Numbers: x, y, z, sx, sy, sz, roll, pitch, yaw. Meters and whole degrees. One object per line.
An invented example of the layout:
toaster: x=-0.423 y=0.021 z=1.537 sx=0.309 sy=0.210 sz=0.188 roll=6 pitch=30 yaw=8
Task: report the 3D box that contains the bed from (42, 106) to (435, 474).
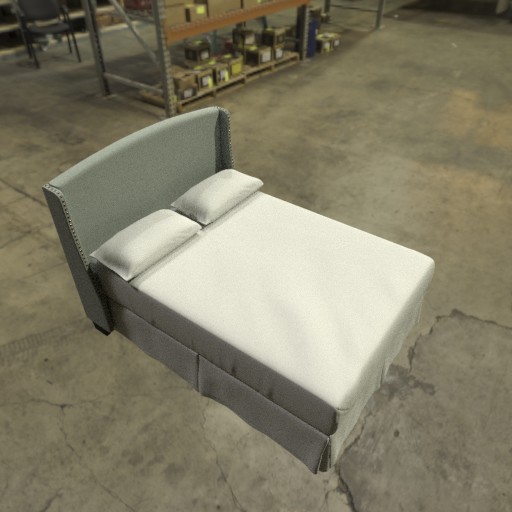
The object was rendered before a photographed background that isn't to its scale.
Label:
bed: x=0.000 y=0.000 z=3.275 sx=2.237 sy=1.407 sz=1.710 roll=25 pitch=46 yaw=27
